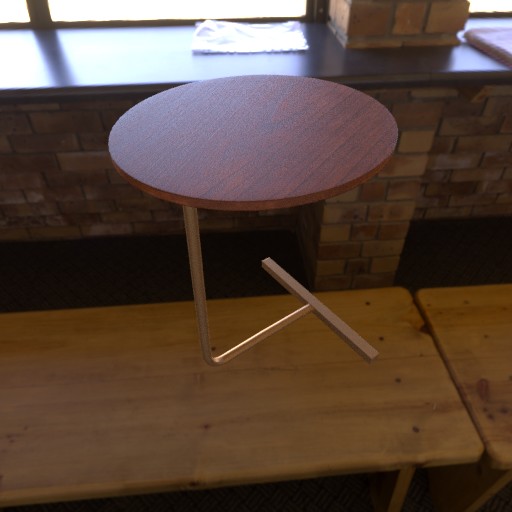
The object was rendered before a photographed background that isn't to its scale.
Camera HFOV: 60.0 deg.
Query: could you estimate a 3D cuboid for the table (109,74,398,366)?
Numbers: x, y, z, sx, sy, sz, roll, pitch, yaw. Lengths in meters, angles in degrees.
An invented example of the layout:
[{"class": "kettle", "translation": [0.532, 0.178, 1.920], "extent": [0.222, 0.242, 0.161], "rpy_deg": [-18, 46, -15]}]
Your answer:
[{"class": "table", "translation": [0.000, 0.000, 1.117], "extent": [0.577, 0.706, 0.530], "rpy_deg": [-26, 48, -26]}]
